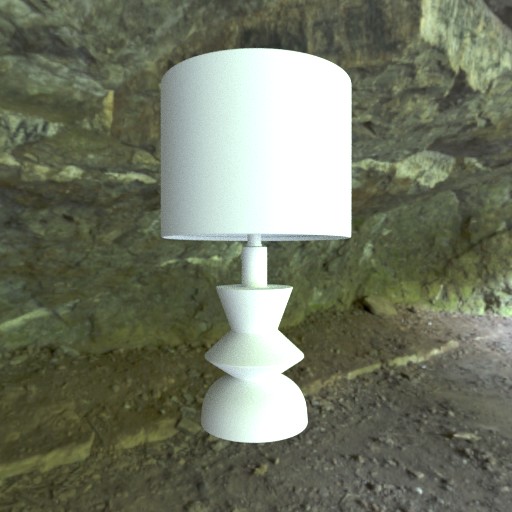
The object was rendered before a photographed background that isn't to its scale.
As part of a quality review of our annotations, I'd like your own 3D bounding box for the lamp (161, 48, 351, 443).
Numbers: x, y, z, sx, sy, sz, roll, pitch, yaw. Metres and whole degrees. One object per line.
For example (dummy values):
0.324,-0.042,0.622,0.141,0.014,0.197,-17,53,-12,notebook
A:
0.000,0.000,0.717,0.301,0.533,0.301,0,0,1,lamp
